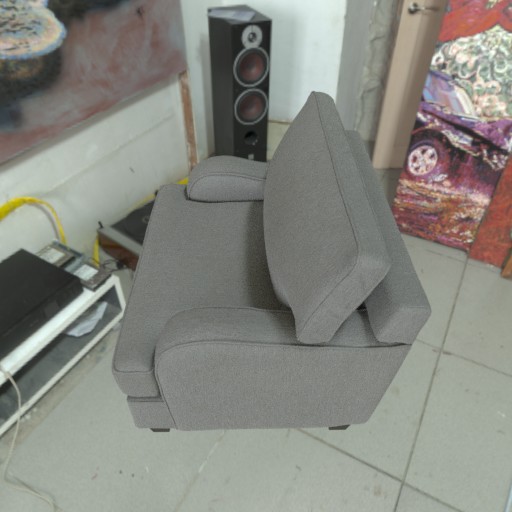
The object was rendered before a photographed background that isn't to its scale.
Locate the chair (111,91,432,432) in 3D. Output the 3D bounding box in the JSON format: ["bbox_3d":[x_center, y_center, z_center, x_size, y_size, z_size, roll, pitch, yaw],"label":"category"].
[{"bbox_3d":[0.000,0.000,1.944,1.041,1.016,1.220,0,42,-1],"label":"chair"}]
